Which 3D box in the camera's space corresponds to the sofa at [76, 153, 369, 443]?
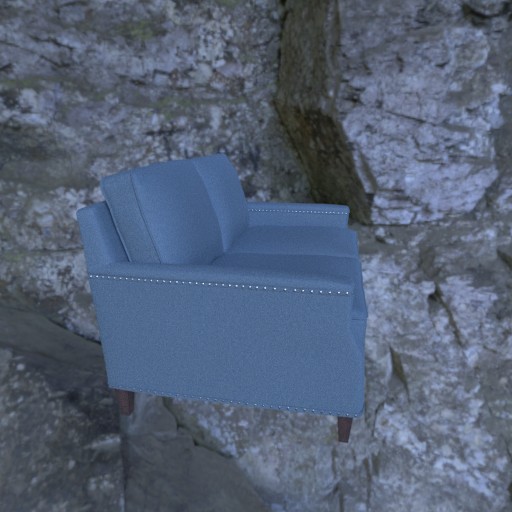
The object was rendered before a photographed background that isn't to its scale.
[{"bbox_3d":[0.000,0.000,2.317,1.084,1.003,1.597,3,16,10],"label":"sofa"}]
